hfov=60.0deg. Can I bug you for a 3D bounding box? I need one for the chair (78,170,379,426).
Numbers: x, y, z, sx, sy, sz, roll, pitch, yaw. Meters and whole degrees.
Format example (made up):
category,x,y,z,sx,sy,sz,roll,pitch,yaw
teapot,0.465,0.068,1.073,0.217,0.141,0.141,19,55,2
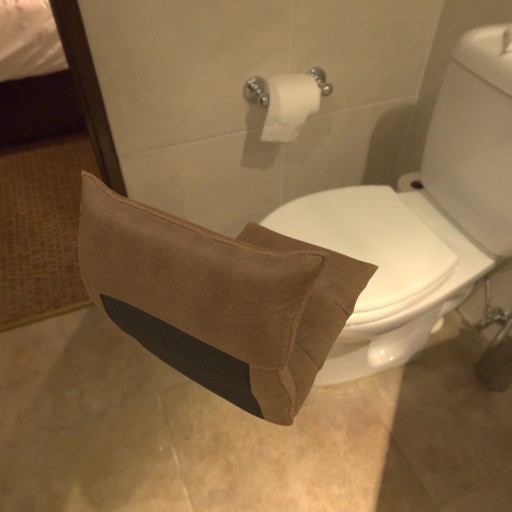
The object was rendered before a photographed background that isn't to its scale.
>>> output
category,x,y,z,sx,sy,sz,roll,pitch,yaw
chair,0.000,0.000,1.597,0.714,0.892,0.985,23,50,21
